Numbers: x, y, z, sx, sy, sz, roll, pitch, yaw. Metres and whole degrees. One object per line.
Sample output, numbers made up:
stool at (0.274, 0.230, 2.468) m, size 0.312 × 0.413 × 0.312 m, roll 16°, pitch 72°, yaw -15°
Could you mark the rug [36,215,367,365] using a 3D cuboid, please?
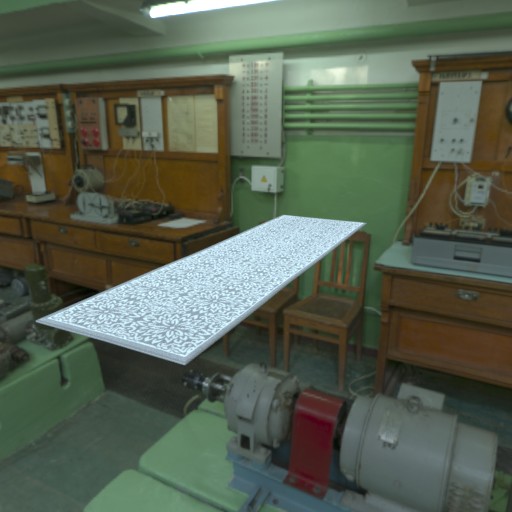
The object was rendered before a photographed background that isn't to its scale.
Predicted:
rug at (0.000, 0.000, 2.387) m, size 0.662 × 0.011 × 2.196 m, roll 8°, pitch 18°, yaw 26°
